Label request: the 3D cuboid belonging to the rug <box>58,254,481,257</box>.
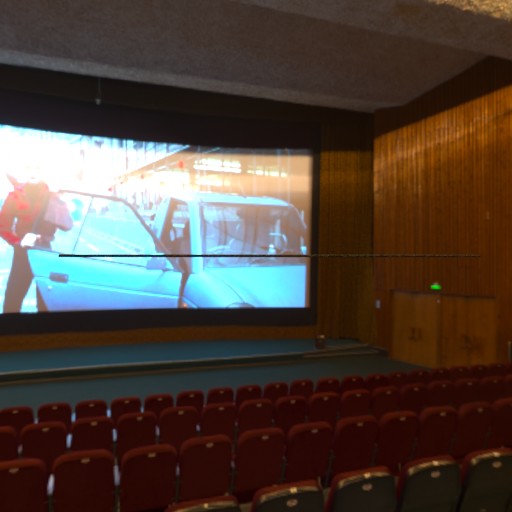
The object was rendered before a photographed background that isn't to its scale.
[{"bbox_3d":[0.000,0.000,2.233,1.754,0.010,1.139,0,0,-20],"label":"rug"}]
